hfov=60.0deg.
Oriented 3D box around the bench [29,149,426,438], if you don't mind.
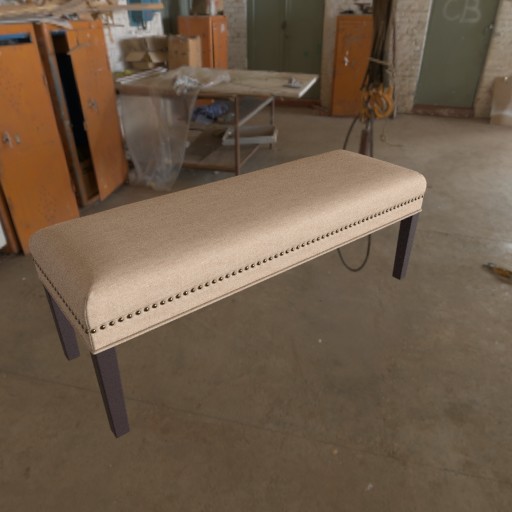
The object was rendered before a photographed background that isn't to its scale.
[{"bbox_3d":[0.000,0.000,1.444,1.219,0.457,0.410,-22,36,-33],"label":"bench"}]
